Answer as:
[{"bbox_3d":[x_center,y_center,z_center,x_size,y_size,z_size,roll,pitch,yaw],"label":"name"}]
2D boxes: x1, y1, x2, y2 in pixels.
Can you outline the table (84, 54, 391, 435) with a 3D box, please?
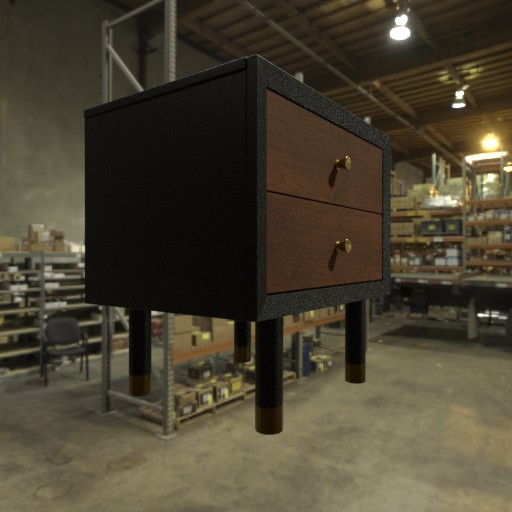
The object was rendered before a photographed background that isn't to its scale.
[{"bbox_3d":[0.000,0.000,0.985,0.441,0.584,0.564,0,0,36],"label":"table"}]
